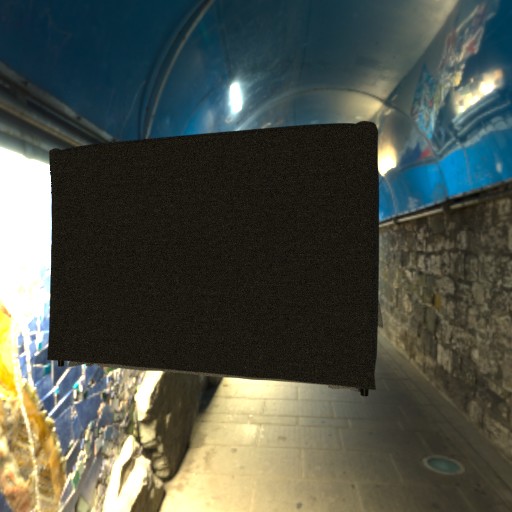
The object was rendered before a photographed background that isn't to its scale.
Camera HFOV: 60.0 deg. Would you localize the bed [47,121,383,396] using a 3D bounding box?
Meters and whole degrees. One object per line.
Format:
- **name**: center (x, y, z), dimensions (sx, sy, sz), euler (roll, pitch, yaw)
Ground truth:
- **bed**: center (0.000, 0.000, 3.440), dimensions (1.925, 1.332, 2.276), euler (0, 1, 18)
